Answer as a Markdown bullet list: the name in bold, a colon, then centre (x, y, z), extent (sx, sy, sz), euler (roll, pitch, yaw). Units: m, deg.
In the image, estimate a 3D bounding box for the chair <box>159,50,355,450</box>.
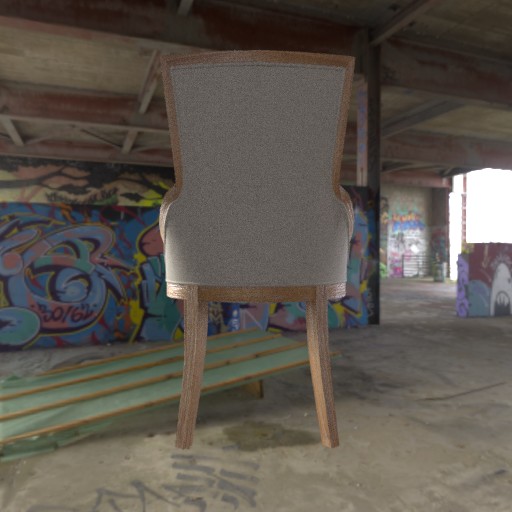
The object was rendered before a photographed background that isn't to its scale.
- **chair**: centre (0.000, 0.000, 1.327), extent (0.524, 0.947, 0.641), euler (0, 1, -1)
